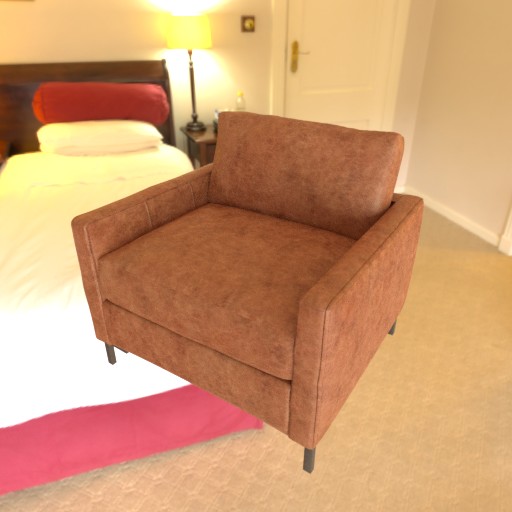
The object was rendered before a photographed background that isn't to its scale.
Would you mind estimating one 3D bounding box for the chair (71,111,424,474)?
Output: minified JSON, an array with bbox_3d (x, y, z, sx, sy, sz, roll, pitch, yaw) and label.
[{"bbox_3d":[0.000,0.000,1.626,0.967,0.869,0.862,17,33,28],"label":"chair"}]
